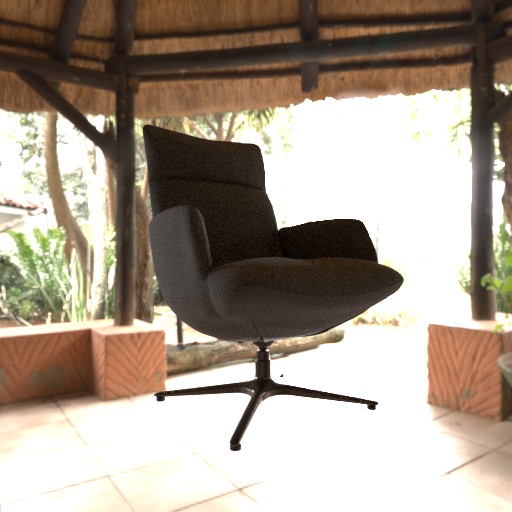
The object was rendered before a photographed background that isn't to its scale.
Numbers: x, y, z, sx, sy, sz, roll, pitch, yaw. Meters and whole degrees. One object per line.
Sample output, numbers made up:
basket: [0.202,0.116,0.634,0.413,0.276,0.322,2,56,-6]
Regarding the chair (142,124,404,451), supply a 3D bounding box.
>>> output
chair: [0.000,0.000,1.504,0.702,0.984,0.831,0,0,-35]
